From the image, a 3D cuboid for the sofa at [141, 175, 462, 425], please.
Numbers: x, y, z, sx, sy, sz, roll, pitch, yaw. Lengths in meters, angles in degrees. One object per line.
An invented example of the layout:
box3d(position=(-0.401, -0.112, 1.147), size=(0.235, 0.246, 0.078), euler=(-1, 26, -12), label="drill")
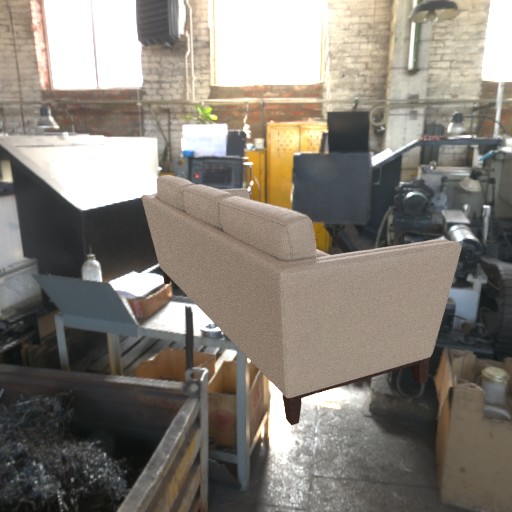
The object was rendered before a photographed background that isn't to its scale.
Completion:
box3d(position=(0.000, 0.000, 2.944), size=(0.965, 0.940, 2.388), euler=(-7, 17, -25), label="sofa")
